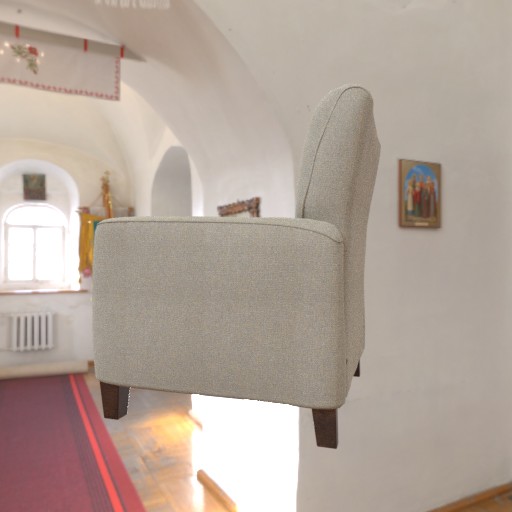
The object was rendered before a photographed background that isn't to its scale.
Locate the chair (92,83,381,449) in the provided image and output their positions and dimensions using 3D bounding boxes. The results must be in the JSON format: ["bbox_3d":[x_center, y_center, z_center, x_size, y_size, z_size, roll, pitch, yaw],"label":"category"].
[{"bbox_3d":[0.000,0.000,1.612,0.853,1.006,0.850,0,0,18],"label":"chair"}]
